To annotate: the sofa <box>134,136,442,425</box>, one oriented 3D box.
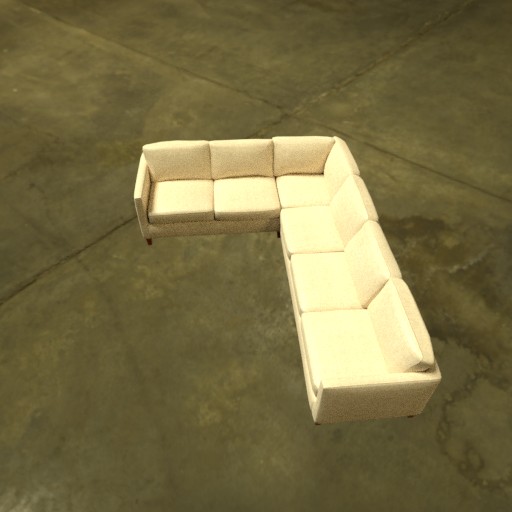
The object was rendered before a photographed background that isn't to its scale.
[{"bbox_3d":[0.000,0.000,4.515,2.593,0.947,3.302,-3,46,-3],"label":"sofa"}]
